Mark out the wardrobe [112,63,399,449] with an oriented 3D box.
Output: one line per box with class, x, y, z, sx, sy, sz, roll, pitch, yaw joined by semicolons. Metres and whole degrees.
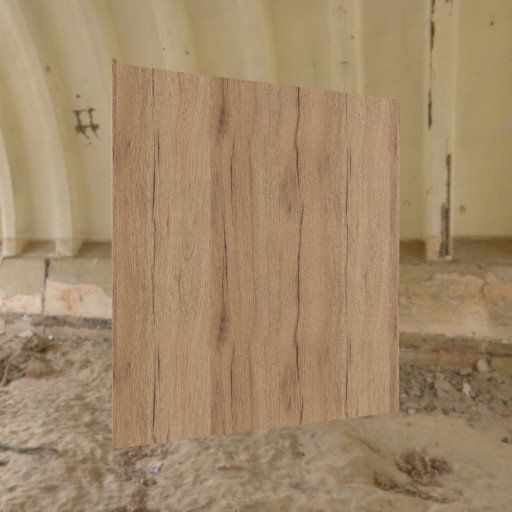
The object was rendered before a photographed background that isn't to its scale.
wardrobe;0.000;0.000;2.932;1.810;2.070;0.580;0;0;-18
